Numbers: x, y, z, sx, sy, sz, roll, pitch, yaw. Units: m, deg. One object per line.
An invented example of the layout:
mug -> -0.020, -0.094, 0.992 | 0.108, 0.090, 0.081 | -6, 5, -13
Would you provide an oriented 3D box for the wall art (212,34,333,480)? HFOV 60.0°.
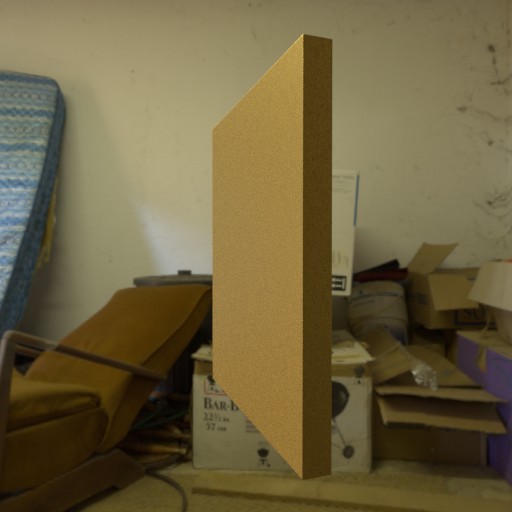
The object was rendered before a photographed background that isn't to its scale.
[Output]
wall art -> 0.000, 0.000, 0.897 | 0.048, 0.642, 0.537 | 0, 1, -20
